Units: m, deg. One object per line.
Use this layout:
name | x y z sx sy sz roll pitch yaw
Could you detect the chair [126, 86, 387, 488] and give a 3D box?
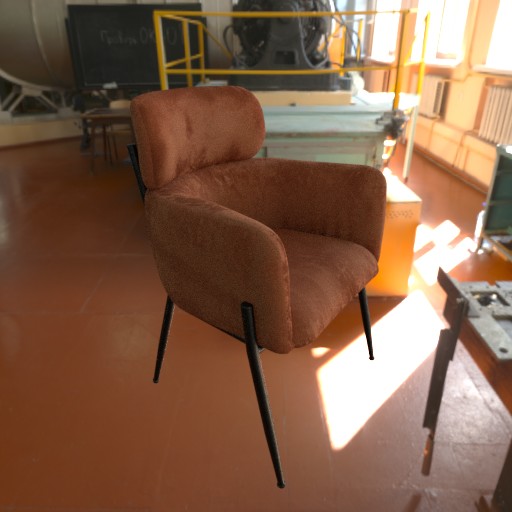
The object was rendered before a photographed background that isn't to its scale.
chair | 0.000 0.000 1.118 0.523 0.772 0.561 17 30 31
